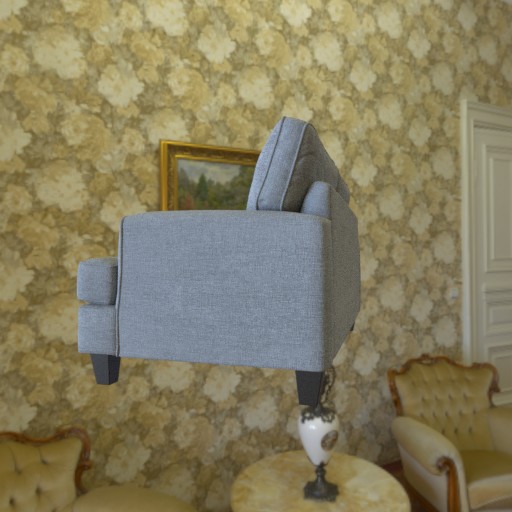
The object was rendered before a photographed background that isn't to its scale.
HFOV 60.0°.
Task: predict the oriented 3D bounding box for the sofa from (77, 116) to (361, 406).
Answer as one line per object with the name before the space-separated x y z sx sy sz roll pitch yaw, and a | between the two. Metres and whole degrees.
sofa | 0.000 0.000 2.280 0.965 0.965 1.651 0 0 17
